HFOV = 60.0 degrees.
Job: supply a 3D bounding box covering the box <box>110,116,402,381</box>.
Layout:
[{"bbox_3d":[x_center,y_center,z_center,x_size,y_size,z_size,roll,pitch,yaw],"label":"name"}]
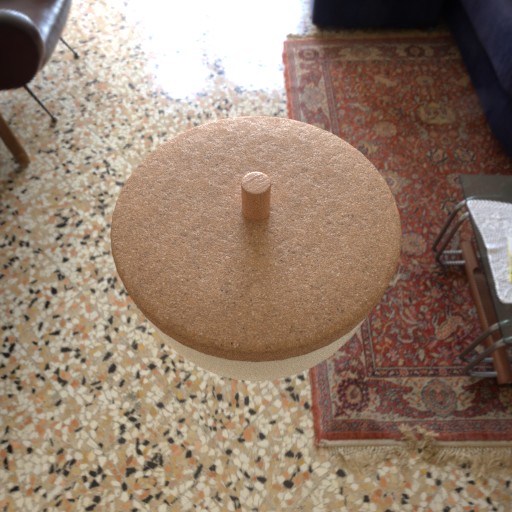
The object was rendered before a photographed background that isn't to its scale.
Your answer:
[{"bbox_3d":[0.000,0.000,0.190,0.107,0.094,0.107,0,58,0],"label":"box"}]
